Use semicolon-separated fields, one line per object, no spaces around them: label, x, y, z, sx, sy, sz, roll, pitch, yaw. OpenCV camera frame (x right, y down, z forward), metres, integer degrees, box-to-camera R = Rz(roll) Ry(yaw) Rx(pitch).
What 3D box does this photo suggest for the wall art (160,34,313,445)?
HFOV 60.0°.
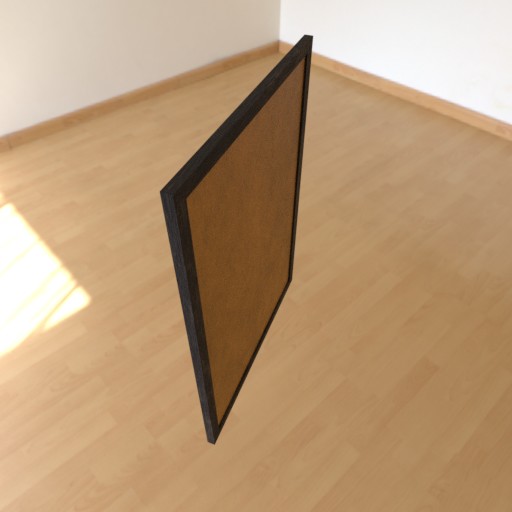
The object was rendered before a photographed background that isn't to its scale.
wall art;0.000;0.000;1.403;0.029;1.066;0.812;16;48;15
